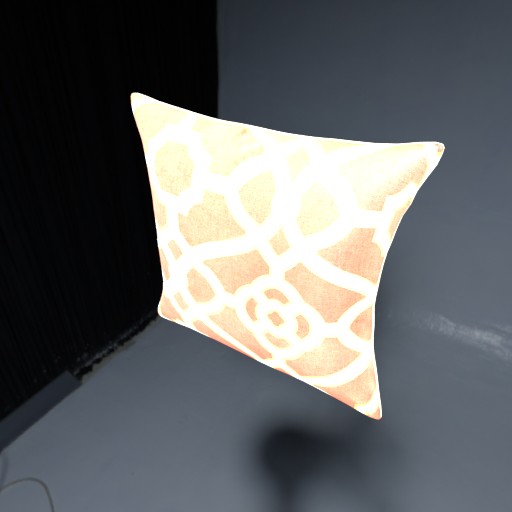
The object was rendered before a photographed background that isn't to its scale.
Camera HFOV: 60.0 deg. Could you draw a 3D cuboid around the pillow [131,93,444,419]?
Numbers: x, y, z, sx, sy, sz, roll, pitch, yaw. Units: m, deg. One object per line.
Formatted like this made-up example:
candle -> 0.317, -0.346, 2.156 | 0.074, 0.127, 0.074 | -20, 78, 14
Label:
pillow -> 0.000, 0.000, 0.806 | 0.552, 0.508, 0.166 | 19, 37, 28
